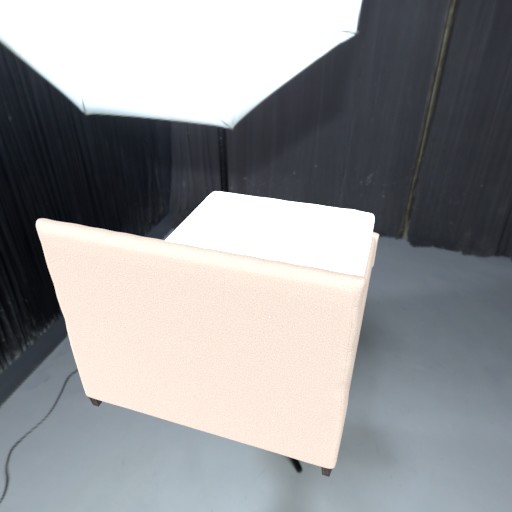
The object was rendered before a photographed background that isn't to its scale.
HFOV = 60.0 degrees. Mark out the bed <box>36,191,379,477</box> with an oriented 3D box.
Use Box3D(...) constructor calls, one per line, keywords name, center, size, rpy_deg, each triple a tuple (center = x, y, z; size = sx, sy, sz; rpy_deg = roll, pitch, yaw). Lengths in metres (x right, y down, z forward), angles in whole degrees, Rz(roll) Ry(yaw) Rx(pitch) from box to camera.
Box3D(name="bed", center=(0.000, 0.000, 3.302), size=(1.696, 1.426, 2.233), rpy_deg=(10, 34, 15))
